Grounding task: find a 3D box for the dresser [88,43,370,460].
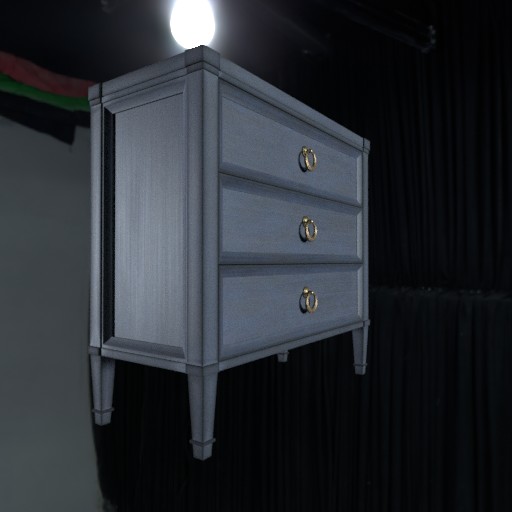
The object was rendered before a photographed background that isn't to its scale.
[{"bbox_3d":[0.000,0.000,1.590,0.463,0.986,1.049,0,-1,36],"label":"dresser"}]
